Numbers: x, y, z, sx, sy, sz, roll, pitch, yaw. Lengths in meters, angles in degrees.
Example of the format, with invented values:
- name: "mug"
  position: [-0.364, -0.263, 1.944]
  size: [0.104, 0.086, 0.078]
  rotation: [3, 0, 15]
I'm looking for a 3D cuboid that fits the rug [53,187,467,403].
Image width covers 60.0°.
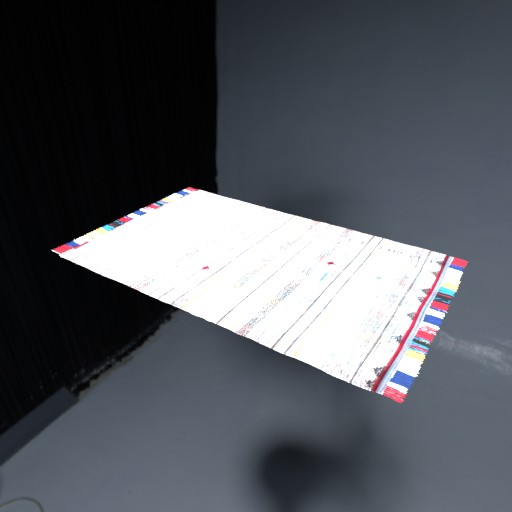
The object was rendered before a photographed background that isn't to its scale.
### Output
- name: "rug"
  position: [0.000, 0.000, 2.996]
  size: [2.465, 0.012, 1.465]
  rotation: [18, 35, 28]
